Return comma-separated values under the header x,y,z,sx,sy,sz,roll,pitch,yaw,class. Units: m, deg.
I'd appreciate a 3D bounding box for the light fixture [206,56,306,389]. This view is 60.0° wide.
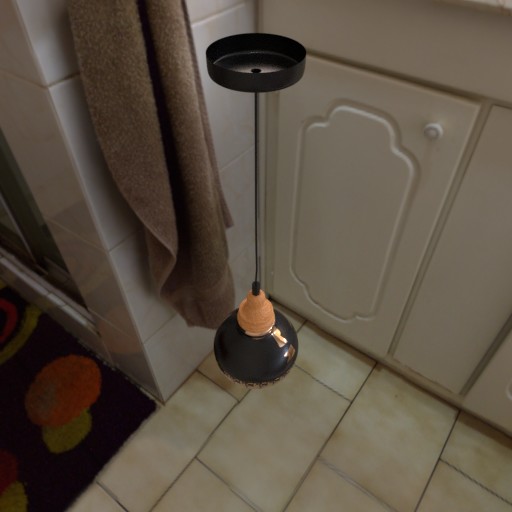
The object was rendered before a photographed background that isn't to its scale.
x,y,z,sx,sy,sz,roll,pitch,yaw,class
0.000,0.000,1.788,0.430,1.606,0.430,30,53,26,light fixture
